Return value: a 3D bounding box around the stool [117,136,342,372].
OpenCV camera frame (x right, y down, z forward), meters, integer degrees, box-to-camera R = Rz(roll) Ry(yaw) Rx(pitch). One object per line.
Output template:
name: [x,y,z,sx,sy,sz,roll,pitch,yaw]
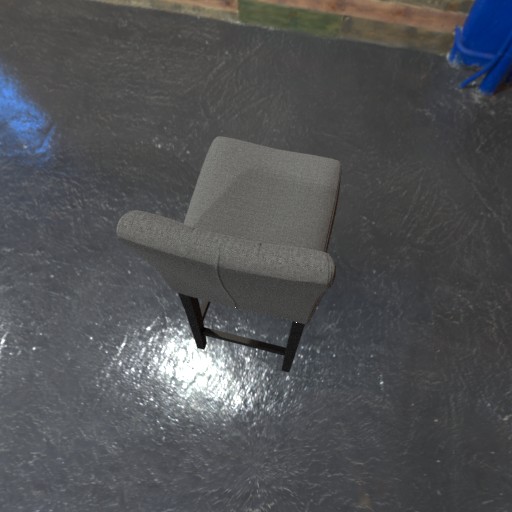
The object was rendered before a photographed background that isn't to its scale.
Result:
stool: [0.000,0.000,1.350,0.411,1.047,0.548,13,65,6]
